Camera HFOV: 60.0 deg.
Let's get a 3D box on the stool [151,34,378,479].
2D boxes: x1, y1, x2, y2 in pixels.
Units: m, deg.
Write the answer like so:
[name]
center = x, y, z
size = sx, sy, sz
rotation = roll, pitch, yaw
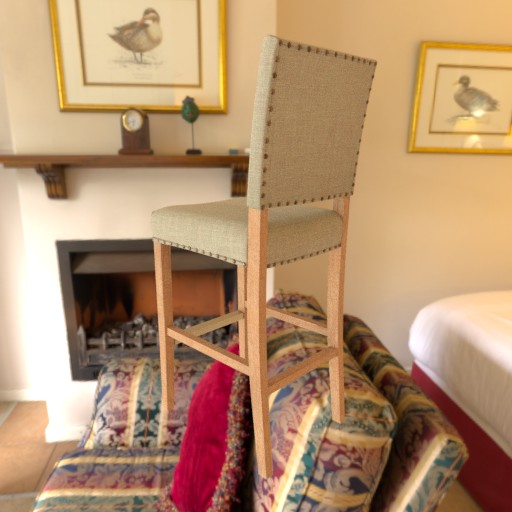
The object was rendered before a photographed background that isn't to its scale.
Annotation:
[stool]
center = 0.000, 0.000, 1.468
size = 0.585, 1.203, 0.445
rotation = 14, 20, 43
